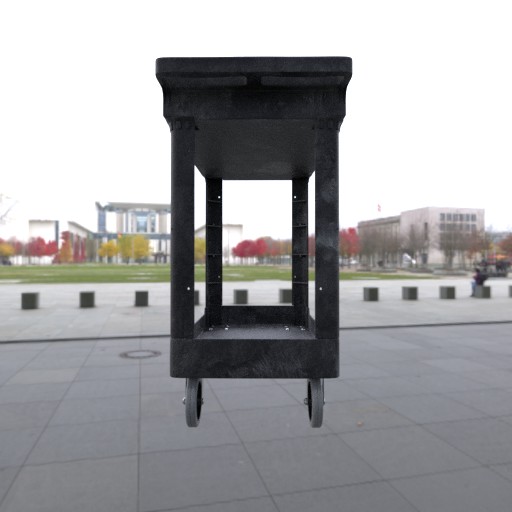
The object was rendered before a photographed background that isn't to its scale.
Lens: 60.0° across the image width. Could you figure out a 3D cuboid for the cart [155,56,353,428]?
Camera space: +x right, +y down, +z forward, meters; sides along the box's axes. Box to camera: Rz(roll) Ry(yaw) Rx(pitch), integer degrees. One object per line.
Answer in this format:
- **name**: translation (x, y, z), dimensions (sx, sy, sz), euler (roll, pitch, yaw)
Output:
- **cart**: translation (0.000, 0.000, 1.351), dimensions (0.420, 0.824, 0.877), euler (0, -1, 1)
